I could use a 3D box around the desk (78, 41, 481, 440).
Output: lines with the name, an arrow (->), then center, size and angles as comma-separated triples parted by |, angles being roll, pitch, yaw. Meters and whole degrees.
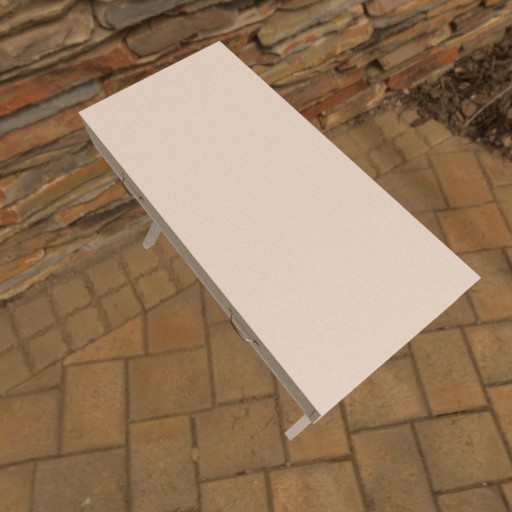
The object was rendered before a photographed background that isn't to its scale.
desk -> 0.000, 0.000, 1.510 | 0.525, 0.780, 1.057 | -35, 68, -16
